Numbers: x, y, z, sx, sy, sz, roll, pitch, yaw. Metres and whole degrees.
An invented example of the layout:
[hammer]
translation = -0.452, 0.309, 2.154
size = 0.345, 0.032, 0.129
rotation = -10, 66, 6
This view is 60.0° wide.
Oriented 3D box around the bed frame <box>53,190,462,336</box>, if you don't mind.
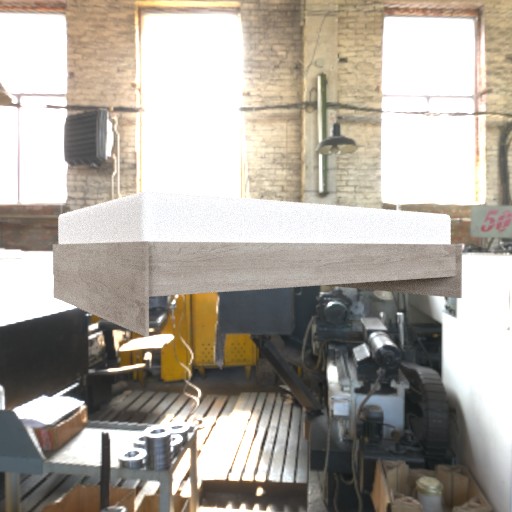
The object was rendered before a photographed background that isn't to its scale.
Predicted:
[bed frame]
translation = 0.000, 0.000, 2.624
size = 1.945, 0.497, 1.445
rotation = -1, 1, -36
